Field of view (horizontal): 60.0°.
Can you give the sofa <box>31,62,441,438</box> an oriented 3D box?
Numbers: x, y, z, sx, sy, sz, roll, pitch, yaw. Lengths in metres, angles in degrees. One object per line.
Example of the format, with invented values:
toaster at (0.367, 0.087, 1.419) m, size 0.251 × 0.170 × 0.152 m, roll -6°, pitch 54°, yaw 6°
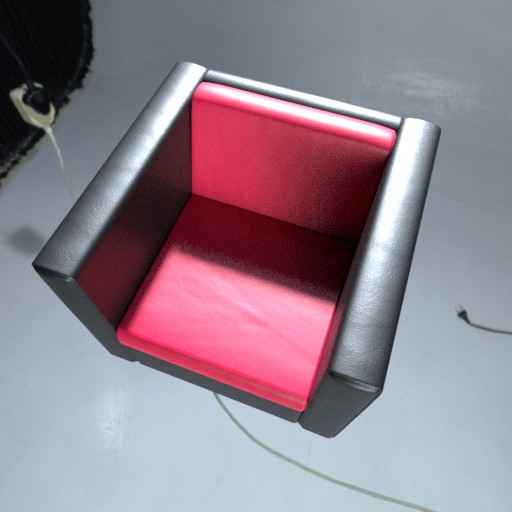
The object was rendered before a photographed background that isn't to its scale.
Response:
sofa at (0.000, 0.000, 1.431) m, size 0.839 × 0.724 × 0.809 m, roll 18°, pitch 61°, yaw 10°
